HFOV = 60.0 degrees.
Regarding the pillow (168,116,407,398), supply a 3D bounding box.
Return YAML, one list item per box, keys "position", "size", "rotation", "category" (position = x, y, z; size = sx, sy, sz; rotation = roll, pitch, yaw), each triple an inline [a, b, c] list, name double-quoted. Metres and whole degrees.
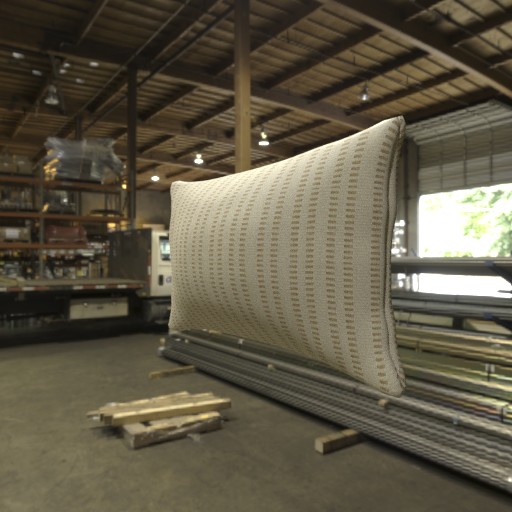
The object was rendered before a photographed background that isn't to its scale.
- position: [0.000, 0.000, 0.808]
  size: [0.210, 0.353, 0.640]
  rotation: [0, 0, -37]
  category: "pillow"
